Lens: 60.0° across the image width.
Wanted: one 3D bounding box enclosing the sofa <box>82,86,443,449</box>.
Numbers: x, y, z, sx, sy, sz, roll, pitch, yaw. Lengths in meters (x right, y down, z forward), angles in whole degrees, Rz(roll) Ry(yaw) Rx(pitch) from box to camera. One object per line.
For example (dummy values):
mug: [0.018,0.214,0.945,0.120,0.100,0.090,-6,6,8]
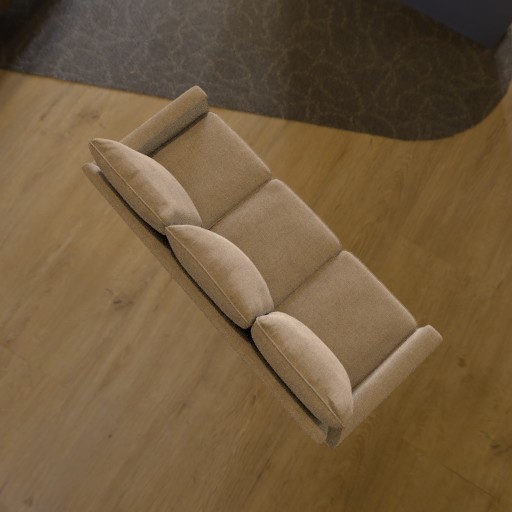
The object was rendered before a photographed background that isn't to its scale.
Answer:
sofa: [0.000,0.000,2.431,0.828,0.959,1.925,-41,80,-9]
